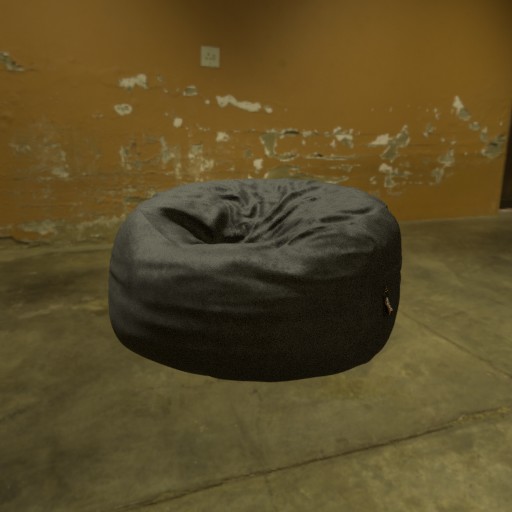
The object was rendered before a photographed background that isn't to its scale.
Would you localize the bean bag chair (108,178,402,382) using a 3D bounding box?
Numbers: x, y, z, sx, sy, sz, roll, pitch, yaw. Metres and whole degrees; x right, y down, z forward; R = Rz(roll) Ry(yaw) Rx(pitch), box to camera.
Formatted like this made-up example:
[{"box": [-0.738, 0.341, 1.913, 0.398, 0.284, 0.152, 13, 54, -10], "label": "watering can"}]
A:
[{"box": [0.000, 0.000, 2.383, 1.525, 0.751, 1.525, 0, 15, 0], "label": "bean bag chair"}]
